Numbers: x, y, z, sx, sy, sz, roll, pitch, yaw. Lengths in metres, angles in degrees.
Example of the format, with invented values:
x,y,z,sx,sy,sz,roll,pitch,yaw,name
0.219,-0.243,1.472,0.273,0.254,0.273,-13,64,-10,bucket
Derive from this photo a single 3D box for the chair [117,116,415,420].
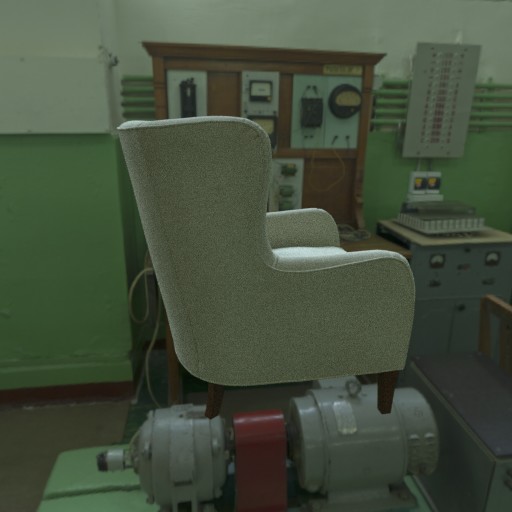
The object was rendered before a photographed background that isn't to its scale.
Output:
x,y,z,sx,sy,sz,roll,pitch,yaw,name
0.000,0.000,1.752,0.966,1.040,0.838,-3,17,-10,chair
